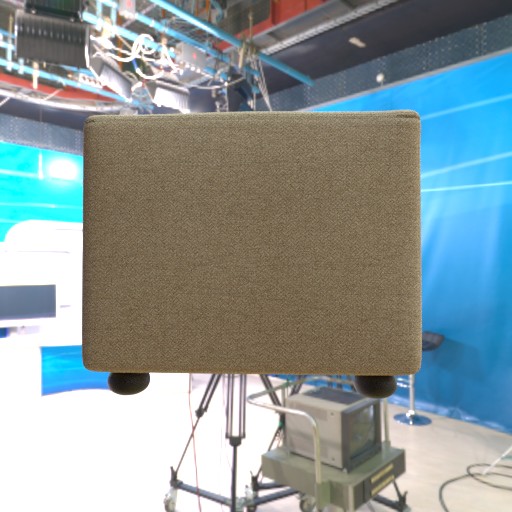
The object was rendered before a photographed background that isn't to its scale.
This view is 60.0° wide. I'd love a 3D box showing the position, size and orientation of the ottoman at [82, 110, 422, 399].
[{"bbox_3d":[0.000,0.000,0.878,0.508,0.432,0.508,0,-1,3],"label":"ottoman"}]
